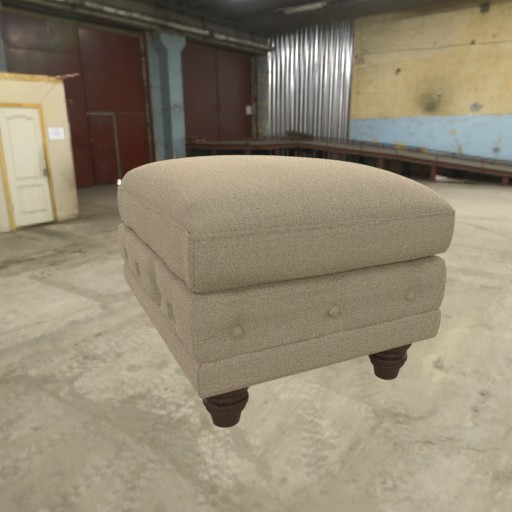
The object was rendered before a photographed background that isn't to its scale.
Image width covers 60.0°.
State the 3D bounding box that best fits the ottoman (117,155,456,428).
[{"bbox_3d":[0.000,0.000,1.054,0.541,0.463,0.684,-7,17,-24],"label":"ottoman"}]
